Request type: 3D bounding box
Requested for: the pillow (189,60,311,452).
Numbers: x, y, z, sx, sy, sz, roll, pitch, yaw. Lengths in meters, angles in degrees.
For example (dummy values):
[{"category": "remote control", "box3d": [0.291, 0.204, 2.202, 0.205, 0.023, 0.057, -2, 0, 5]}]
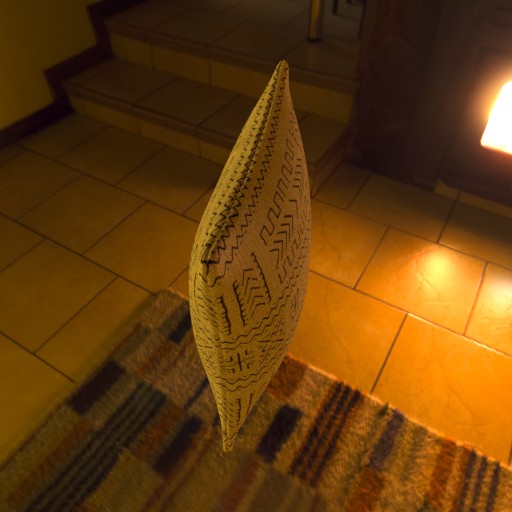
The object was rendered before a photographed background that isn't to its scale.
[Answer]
[{"category": "pillow", "box3d": [0.000, 0.000, 0.672, 0.164, 0.430, 0.438, 8, 47, 8]}]
